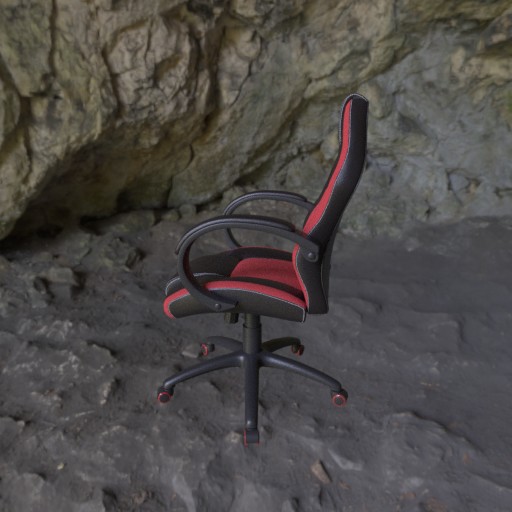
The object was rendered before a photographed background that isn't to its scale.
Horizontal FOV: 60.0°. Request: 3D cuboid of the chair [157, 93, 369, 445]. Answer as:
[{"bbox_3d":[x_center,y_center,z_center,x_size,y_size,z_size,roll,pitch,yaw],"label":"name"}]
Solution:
[{"bbox_3d":[0.000,0.000,1.743,0.783,1.189,0.750,3,16,10],"label":"chair"}]
